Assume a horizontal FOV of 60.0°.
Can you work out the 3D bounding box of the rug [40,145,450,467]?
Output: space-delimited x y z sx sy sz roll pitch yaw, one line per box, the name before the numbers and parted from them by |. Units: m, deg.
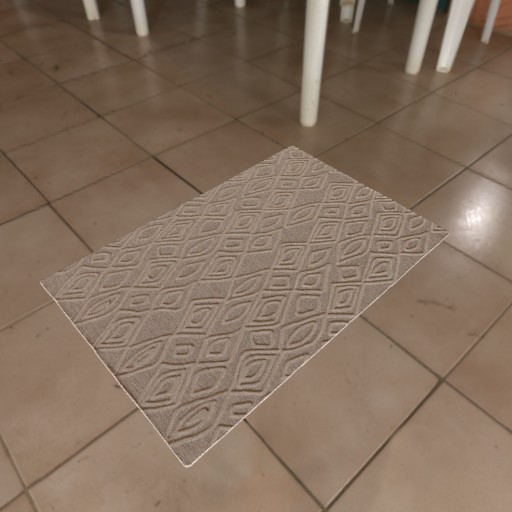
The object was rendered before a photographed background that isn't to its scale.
rug | 0.000 0.000 2.344 1.832 0.016 1.224 -34 55 -28
